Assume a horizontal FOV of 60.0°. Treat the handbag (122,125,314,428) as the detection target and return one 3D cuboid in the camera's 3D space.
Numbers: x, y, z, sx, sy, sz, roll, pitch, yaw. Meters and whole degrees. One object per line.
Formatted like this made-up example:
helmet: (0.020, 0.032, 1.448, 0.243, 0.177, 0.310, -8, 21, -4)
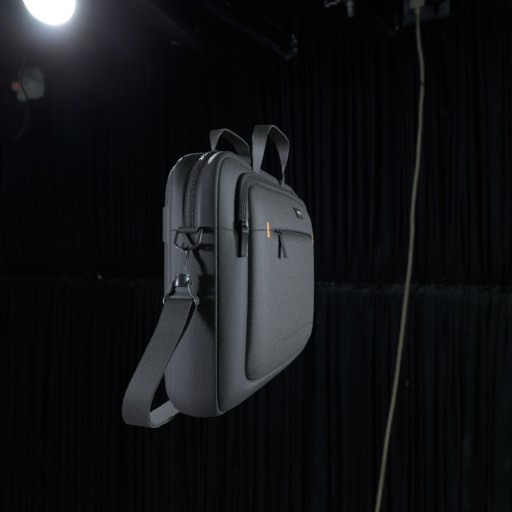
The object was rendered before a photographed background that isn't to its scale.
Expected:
handbag: (0.000, 0.000, 0.584, 0.126, 0.330, 0.429, 0, 0, 19)
